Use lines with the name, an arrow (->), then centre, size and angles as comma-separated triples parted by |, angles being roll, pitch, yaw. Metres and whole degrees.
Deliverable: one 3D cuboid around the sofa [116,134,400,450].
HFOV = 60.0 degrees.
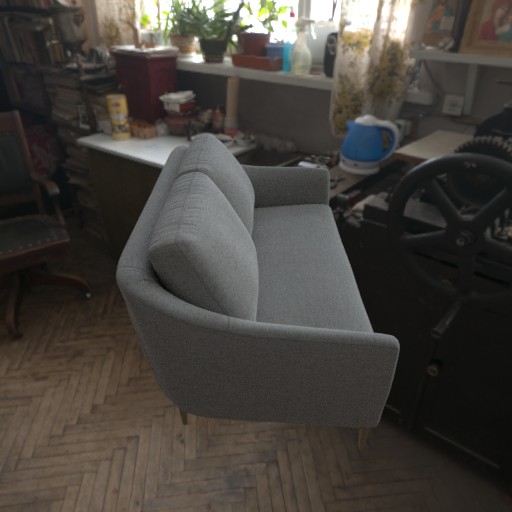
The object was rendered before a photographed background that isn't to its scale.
sofa -> 0.000, 0.000, 2.188 | 0.960, 0.904, 1.619 | 0, 32, 0
